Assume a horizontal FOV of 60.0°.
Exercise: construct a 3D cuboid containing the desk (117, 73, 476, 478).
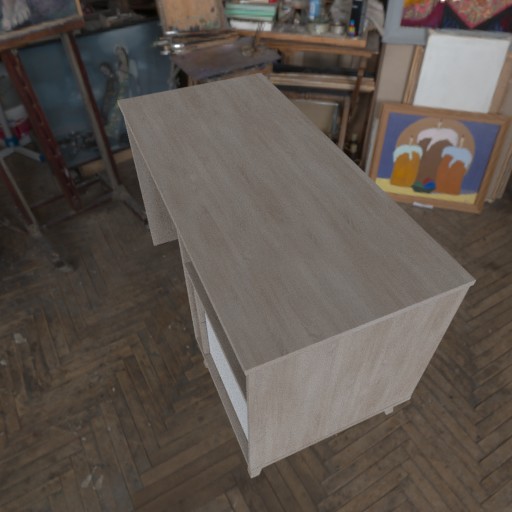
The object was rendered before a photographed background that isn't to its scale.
[{"bbox_3d":[0.000,0.000,1.649,0.600,0.770,1.251,-18,49,-16],"label":"desk"}]
